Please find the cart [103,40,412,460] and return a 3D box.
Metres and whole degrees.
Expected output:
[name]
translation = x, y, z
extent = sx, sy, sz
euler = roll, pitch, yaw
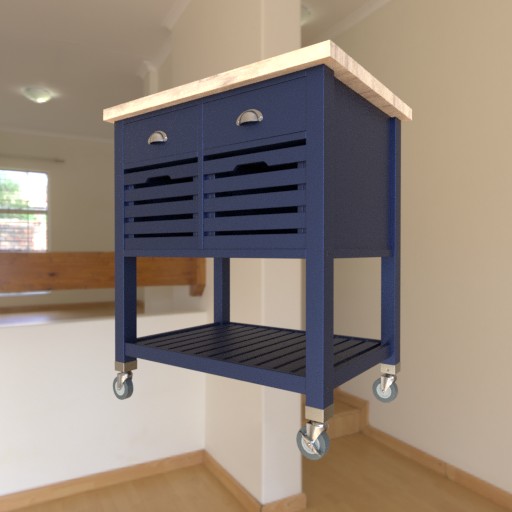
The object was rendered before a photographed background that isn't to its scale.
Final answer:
[cart]
translation = 0.000, 0.000, 1.400
extent = 0.797, 0.920, 0.567
euler = 0, 1, 36
